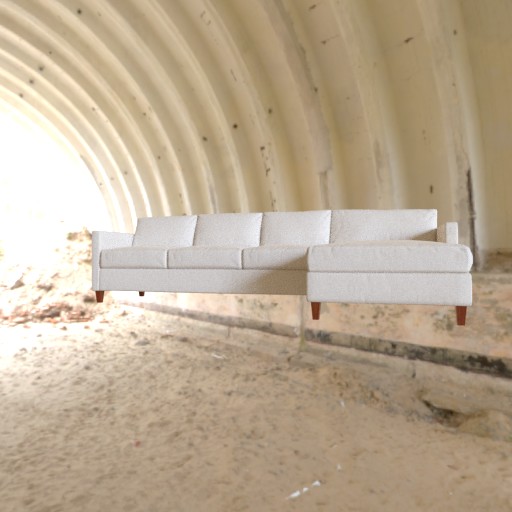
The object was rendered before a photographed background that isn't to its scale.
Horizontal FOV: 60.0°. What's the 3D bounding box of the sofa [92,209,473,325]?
[{"bbox_3d":[0.000,0.000,4.165,3.471,0.954,1.606,0,-1,17],"label":"sofa"}]
